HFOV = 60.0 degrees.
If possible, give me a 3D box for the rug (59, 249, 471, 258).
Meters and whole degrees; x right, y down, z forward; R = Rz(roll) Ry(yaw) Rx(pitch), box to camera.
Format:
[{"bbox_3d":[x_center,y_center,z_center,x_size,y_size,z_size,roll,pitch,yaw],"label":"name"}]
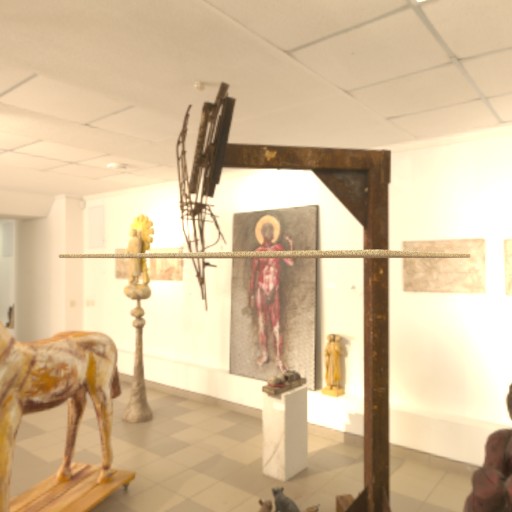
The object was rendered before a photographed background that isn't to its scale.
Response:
[{"bbox_3d":[0.000,0.000,2.988,2.346,0.025,1.500,0,-1,38],"label":"rug"}]
